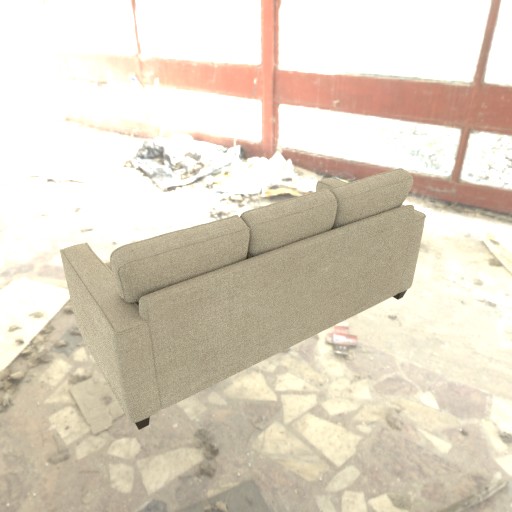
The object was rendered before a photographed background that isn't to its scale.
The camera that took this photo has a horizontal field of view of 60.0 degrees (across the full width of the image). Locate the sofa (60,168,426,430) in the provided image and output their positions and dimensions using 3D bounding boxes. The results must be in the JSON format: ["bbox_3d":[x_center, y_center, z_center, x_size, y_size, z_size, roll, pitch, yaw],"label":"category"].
[{"bbox_3d":[0.000,0.000,2.800,2.133,0.965,0.939,-19,35,-30],"label":"sofa"}]
